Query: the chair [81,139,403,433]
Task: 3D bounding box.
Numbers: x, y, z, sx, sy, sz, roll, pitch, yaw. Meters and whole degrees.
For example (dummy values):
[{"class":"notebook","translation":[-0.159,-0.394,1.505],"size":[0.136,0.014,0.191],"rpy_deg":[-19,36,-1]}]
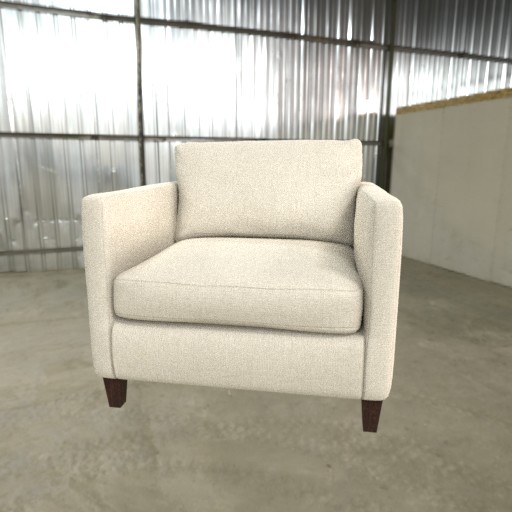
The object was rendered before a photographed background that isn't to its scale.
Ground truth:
[{"class":"chair","translation":[0.000,0.000,1.769],"size":[0.996,0.919,0.959],"rpy_deg":[2,13,9]}]
